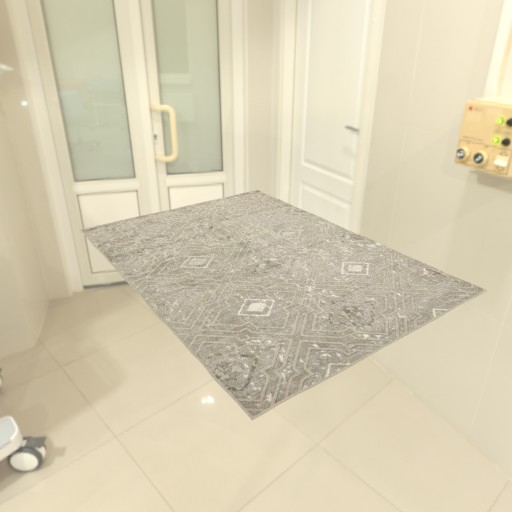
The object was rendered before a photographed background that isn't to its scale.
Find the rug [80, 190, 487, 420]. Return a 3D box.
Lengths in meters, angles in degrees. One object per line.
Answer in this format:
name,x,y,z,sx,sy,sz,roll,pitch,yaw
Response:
rug,0.000,0.000,4.353,2.448,0.020,3.359,-18,31,-31
